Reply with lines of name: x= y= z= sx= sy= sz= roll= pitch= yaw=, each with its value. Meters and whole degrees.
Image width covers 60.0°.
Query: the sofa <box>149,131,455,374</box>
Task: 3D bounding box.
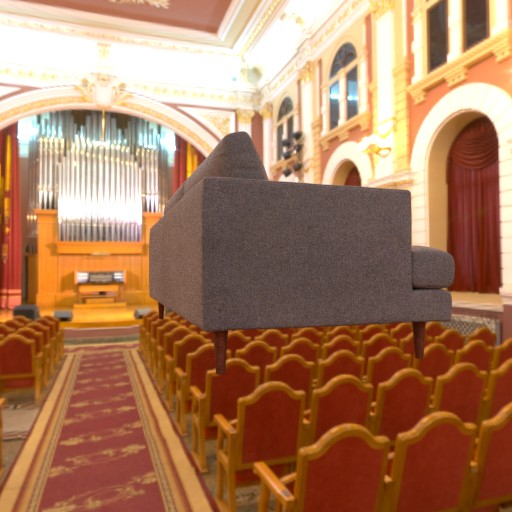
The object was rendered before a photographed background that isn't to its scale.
sofa: x=0.000 y=0.000 z=2.508 sx=1.020 sy=0.868 sz=1.948 roll=1 pitch=-2 yaw=-19
